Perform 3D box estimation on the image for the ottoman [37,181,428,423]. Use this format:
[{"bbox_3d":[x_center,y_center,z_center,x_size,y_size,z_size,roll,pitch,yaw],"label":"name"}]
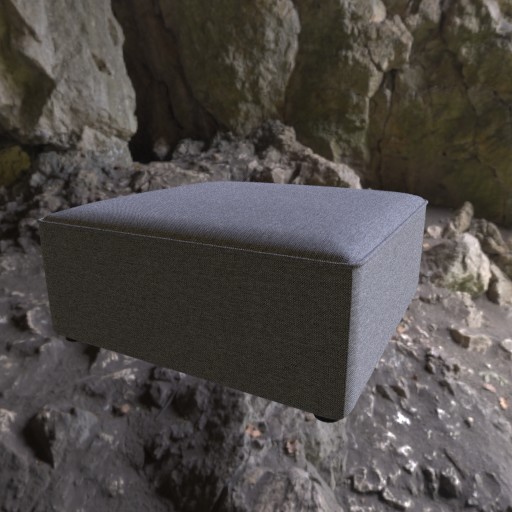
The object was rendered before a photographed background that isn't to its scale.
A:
[{"bbox_3d":[0.000,0.000,1.577,1.005,0.455,1.005,8,18,27],"label":"ottoman"}]
